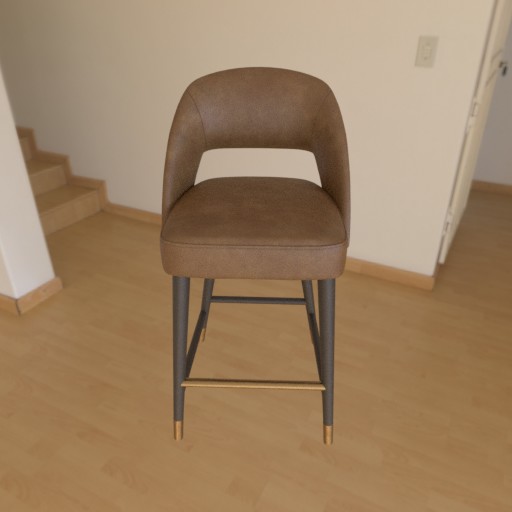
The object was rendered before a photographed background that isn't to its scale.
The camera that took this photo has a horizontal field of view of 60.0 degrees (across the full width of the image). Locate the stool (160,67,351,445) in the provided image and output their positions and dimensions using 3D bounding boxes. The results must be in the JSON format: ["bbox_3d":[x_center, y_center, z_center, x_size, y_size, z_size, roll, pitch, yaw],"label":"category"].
[{"bbox_3d":[0.000,0.000,1.254,0.494,0.940,0.509,1,29,2],"label":"stool"}]
